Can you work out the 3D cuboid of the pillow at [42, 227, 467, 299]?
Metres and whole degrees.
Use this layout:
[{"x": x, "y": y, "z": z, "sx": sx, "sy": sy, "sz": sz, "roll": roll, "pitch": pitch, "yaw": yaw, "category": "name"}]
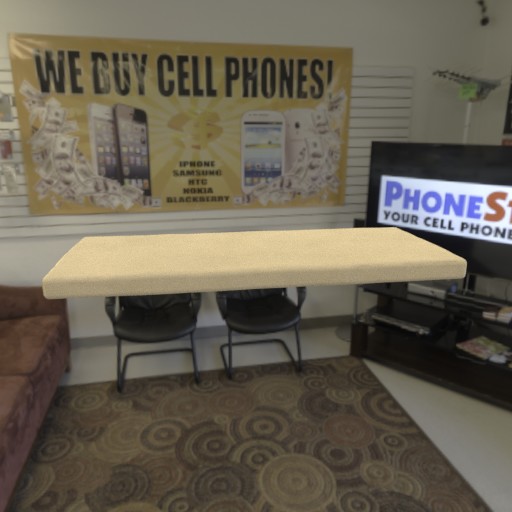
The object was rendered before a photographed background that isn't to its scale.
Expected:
[{"x": 0.000, "y": 0.000, "z": 1.405, "sx": 1.187, "sy": 0.081, "sz": 0.492, "roll": -2, "pitch": 16, "yaw": -8, "category": "pillow"}]
